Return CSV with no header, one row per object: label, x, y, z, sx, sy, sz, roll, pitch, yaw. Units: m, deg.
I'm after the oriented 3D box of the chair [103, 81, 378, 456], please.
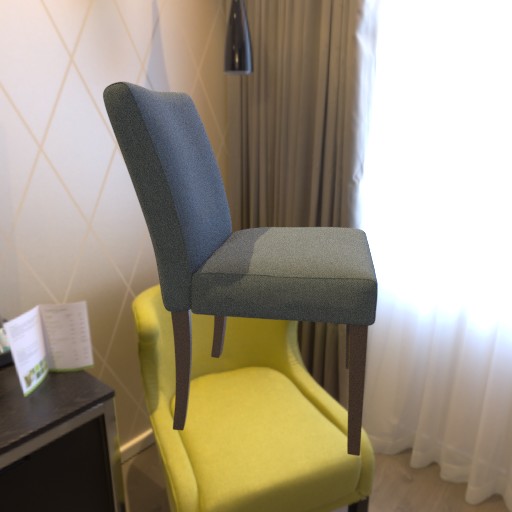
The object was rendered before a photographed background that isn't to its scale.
chair,0.000,0.000,1.231,0.629,0.882,0.487,3,17,10
